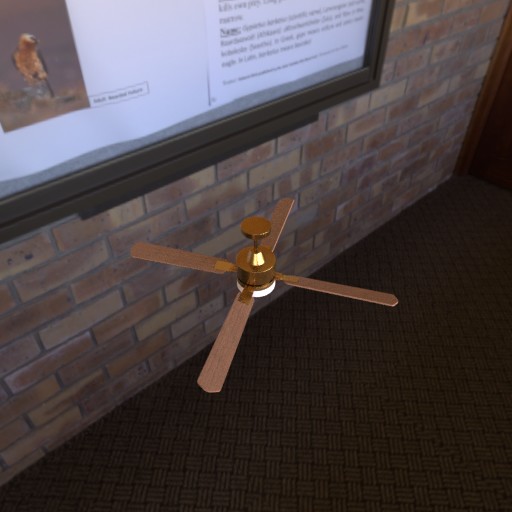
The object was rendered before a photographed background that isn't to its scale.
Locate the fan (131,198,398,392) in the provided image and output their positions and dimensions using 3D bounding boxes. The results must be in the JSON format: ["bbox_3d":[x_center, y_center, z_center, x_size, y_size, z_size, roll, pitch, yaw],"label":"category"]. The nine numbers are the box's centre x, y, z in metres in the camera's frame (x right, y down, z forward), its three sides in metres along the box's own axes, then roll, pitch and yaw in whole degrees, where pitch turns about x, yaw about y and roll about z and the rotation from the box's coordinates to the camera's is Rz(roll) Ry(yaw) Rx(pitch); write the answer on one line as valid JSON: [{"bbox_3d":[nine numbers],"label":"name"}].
[{"bbox_3d":[0.000,0.000,2.046,1.320,0.355,1.320,11,43,12],"label":"fan"}]
